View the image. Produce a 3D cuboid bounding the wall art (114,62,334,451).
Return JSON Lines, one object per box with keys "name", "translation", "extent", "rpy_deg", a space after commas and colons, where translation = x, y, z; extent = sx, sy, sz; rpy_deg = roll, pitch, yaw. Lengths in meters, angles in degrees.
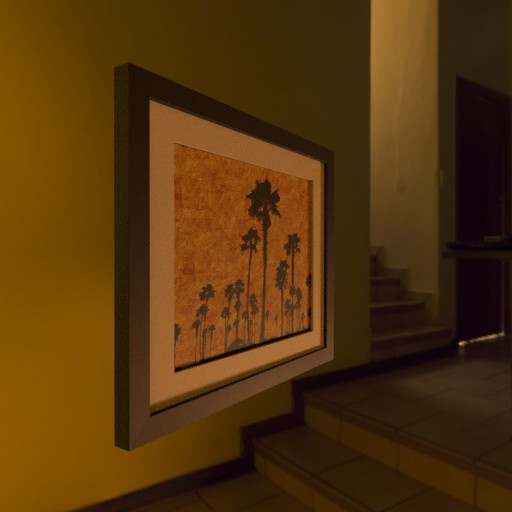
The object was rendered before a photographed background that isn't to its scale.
{"name": "wall art", "translation": [0.000, 0.000, 0.759], "extent": [0.028, 0.460, 0.561], "rpy_deg": [0, 1, 35]}
